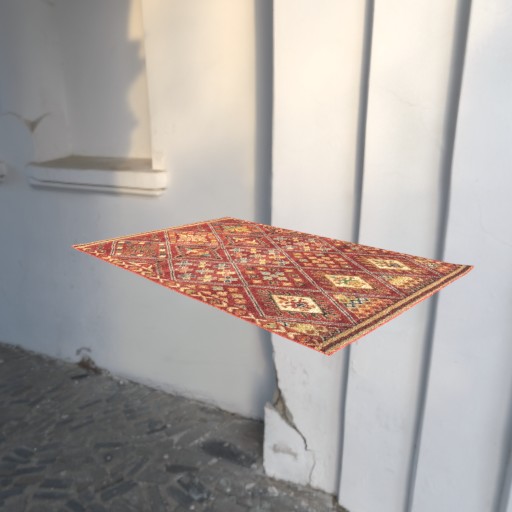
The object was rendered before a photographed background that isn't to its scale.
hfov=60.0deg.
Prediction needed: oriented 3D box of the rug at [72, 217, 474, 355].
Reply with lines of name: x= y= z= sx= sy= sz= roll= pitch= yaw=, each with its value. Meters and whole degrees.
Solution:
rug: x=0.000 y=0.000 z=2.974 sx=2.286 sy=0.026 sz=1.521 roll=16 pitch=23 yaw=42
